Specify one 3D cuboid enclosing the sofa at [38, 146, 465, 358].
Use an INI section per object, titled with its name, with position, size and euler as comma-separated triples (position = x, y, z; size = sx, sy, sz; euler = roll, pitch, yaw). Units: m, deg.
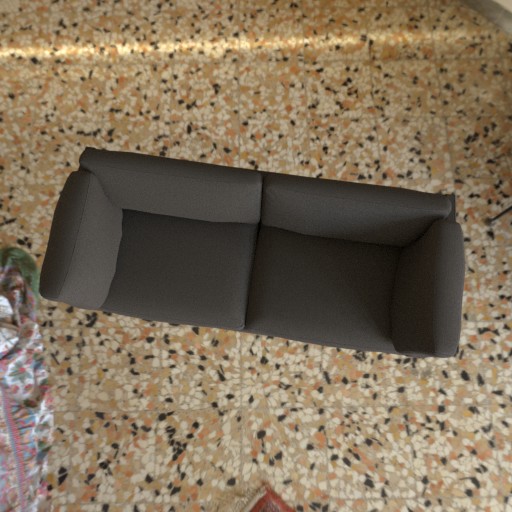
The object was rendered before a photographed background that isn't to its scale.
[sofa]
position = 0.000, 0.000, 2.708
size = 2.312, 0.792, 0.969
euler = 8, 74, 2
